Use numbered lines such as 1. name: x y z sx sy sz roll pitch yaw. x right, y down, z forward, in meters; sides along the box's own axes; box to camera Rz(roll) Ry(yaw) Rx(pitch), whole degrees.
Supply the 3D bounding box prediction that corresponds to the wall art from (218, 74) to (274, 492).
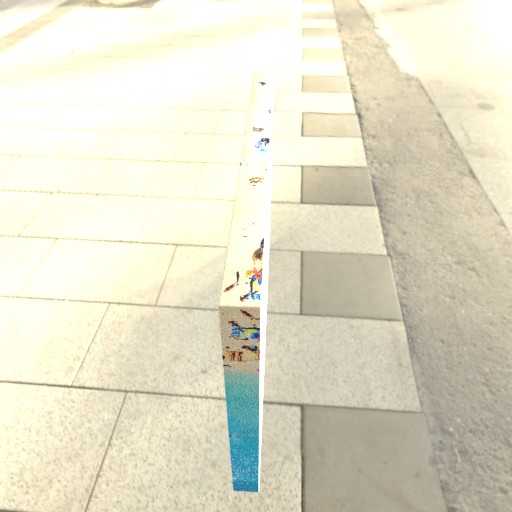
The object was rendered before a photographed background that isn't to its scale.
1. wall art: 0.000 0.000 1.114 0.057 0.595 0.894 2 41 2
